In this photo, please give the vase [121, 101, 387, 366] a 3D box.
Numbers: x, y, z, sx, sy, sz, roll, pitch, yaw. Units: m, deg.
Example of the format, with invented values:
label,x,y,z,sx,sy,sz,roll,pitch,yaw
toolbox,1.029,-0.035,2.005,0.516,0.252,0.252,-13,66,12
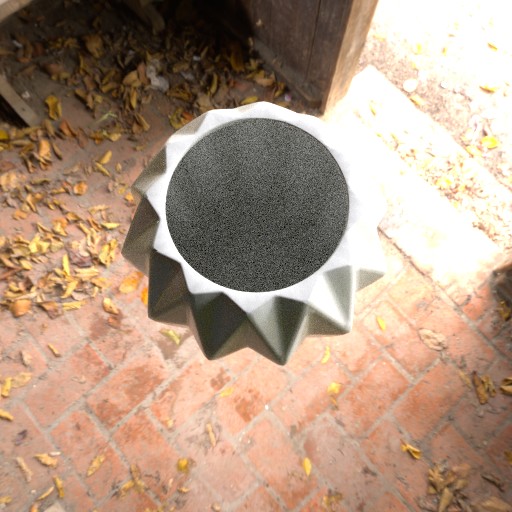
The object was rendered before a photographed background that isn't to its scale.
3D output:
label,x,y,z,sx,sy,sz,roll,pitch,yaw
vase,0.000,0.000,0.398,0.195,0.275,0.195,0,76,0
